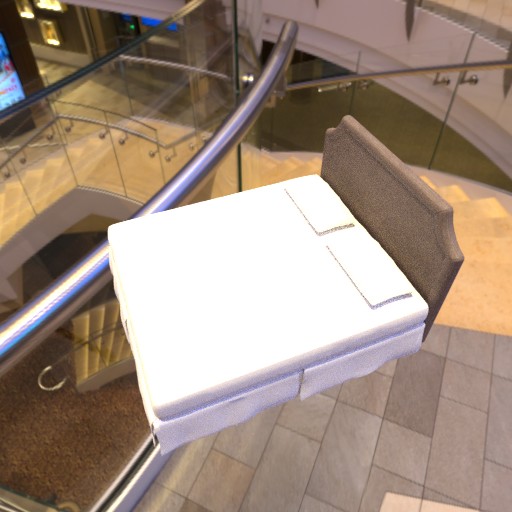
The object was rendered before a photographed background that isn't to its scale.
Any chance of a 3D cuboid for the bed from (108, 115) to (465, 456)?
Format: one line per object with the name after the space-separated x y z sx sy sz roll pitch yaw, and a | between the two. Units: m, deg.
0.000 0.000 4.264 2.773 1.590 2.350 -16 48 -15 | bed
